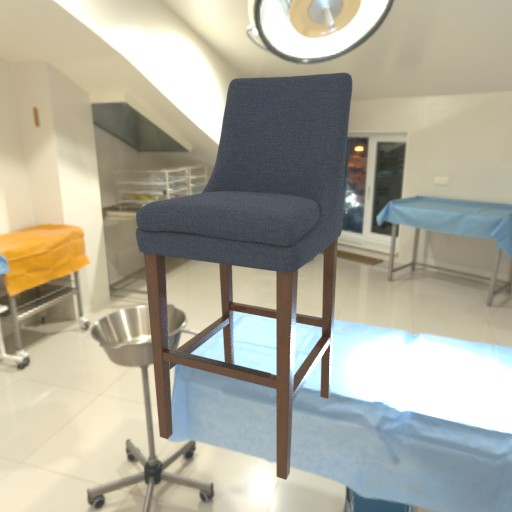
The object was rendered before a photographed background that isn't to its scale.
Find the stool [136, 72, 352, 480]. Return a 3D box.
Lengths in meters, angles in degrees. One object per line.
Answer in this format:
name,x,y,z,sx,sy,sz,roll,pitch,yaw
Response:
stool,0.000,0.000,1.358,0.470,1.078,0.577,7,17,24
